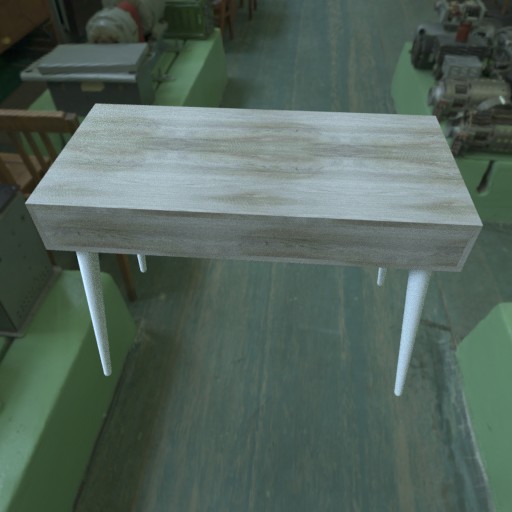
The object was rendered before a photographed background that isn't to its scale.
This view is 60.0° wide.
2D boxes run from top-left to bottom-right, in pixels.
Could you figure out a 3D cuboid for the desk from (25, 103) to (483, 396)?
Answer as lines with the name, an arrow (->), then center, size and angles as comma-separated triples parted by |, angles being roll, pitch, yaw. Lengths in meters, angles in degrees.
desk -> 0.000, 0.000, 1.365 | 0.979, 0.723, 0.491 | 3, 45, 3
